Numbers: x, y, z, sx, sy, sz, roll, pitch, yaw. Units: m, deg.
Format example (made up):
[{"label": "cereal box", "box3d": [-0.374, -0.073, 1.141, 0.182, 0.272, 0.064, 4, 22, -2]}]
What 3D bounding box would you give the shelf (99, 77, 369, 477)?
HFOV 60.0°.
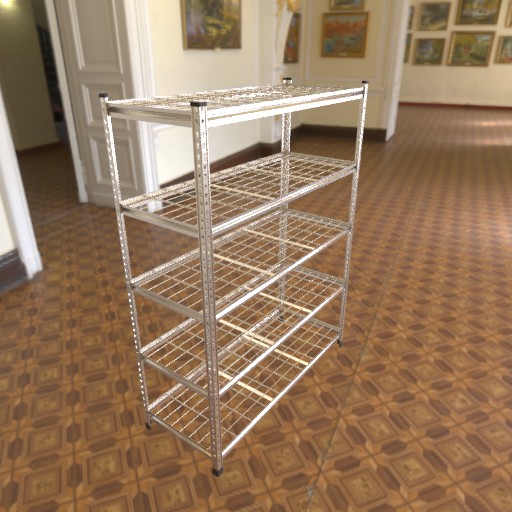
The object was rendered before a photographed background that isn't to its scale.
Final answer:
[{"label": "shelf", "box3d": [0.000, 0.000, 2.762, 0.610, 1.981, 1.524, 17, 30, 33]}]
